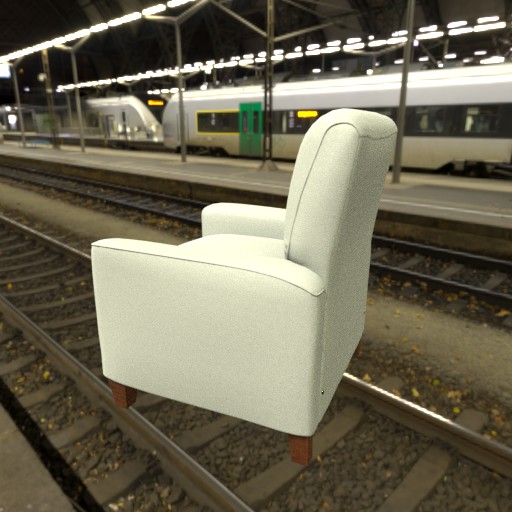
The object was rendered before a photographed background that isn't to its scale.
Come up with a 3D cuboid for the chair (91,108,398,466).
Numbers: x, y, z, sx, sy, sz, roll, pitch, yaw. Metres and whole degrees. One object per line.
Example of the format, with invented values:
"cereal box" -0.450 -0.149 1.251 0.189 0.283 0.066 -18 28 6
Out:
"chair" 0.000 0.000 1.621 0.846 1.007 0.853 7 18 23
